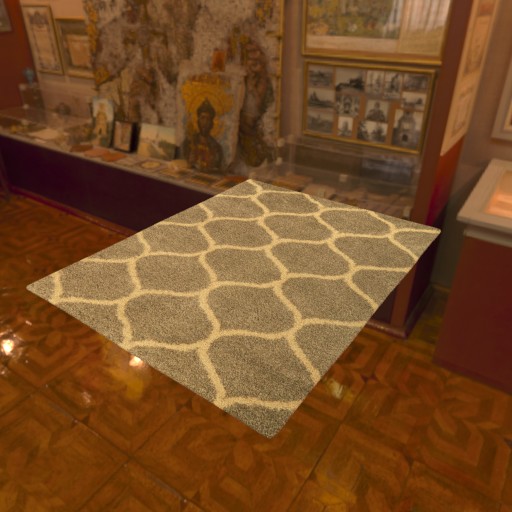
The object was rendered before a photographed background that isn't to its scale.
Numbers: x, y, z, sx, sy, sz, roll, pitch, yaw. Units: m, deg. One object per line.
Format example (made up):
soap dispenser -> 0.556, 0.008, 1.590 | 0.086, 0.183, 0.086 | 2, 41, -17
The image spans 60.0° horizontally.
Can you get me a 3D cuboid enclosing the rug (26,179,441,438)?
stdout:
rug -> 0.000, 0.000, 3.984 | 2.399, 0.026, 3.000 | 20, 36, 31
